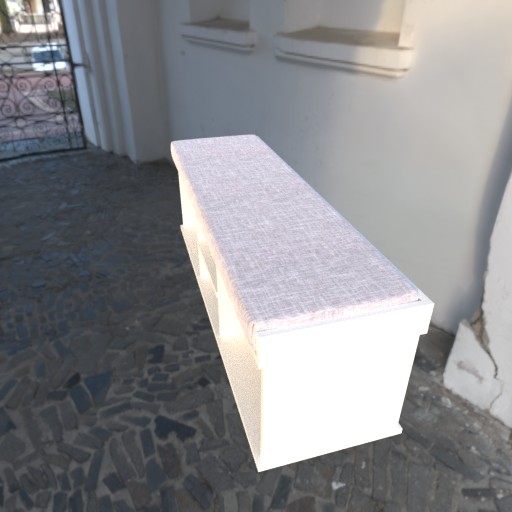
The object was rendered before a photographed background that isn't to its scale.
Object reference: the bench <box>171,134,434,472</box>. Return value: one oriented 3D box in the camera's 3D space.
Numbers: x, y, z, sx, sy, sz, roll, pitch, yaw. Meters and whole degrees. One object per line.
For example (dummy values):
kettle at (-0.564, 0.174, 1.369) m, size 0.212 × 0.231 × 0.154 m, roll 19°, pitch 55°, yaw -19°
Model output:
bench at (0.000, 0.000, 1.403) m, size 0.363 × 0.453 × 1.196 m, roll -8°, pitch 32°, yaw -14°
